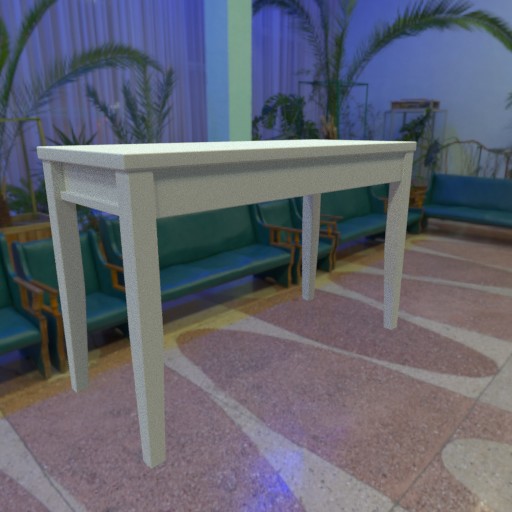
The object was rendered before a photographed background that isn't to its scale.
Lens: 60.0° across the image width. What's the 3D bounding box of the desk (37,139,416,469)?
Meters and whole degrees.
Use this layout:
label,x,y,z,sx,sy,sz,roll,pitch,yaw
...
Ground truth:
label,x,y,z,sx,sy,sz,roll,pitch,yaw
desk,0.000,0.000,1.577,1.220,0.775,0.508,-15,22,-42
